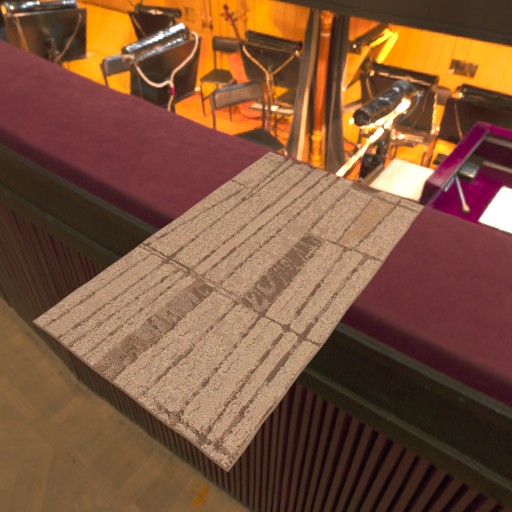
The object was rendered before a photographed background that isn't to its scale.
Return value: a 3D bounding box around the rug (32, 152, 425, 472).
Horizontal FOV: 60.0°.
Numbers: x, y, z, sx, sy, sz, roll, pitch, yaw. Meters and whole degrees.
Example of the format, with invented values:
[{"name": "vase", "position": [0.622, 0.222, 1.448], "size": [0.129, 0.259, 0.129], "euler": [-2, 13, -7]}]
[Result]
[{"name": "rug", "position": [0.000, 0.000, 1.060], "size": [0.515, 0.007, 0.867], "euler": [26, 48, 26]}]
